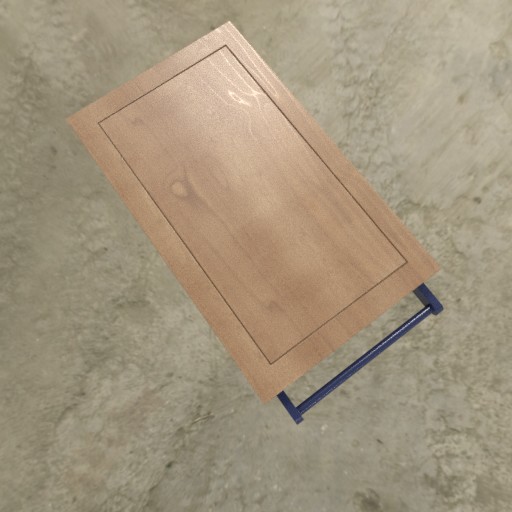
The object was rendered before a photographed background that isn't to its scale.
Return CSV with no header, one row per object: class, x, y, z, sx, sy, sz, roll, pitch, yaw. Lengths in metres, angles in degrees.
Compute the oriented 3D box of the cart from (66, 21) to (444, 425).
cart,0.000,0.000,1.391,0.459,0.901,0.840,-35,78,-9
